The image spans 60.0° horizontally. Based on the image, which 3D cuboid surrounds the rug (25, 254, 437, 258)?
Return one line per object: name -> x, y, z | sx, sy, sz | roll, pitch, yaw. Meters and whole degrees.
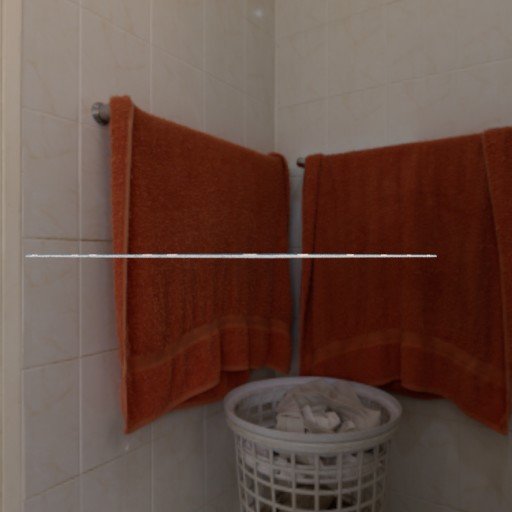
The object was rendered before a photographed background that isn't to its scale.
rug -> 0.000, 0.000, 4.140 | 2.466, 0.021, 3.049 | 0, 0, 36
